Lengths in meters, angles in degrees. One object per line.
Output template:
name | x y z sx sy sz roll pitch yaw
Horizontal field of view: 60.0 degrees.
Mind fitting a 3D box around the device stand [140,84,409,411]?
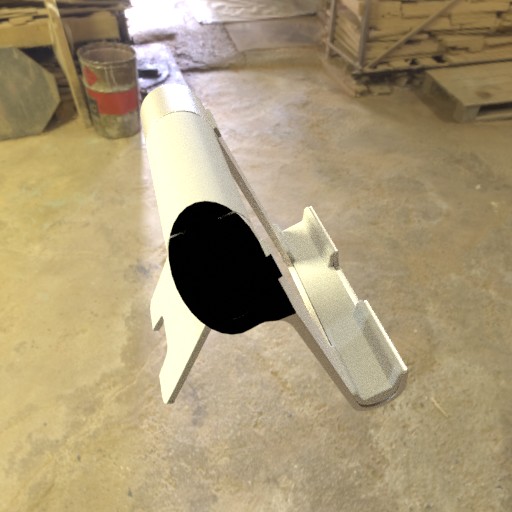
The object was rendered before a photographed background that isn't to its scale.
device stand | 0.000 0.000 0.147 0.079 0.084 0.086 -11 46 -11
